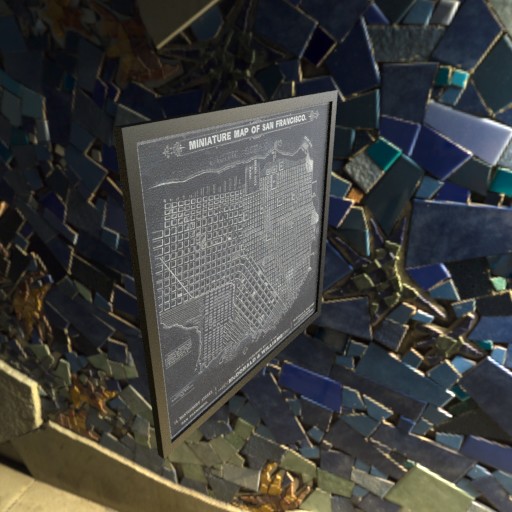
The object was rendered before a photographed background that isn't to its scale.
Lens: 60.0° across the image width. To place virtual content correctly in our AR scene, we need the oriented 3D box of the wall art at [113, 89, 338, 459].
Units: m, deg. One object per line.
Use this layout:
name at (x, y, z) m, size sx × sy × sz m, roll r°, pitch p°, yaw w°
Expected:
wall art at (0.000, 0.000, 1.230) m, size 0.022 × 0.807 × 0.807 m, roll 18°, pitch 31°, yaw 32°
